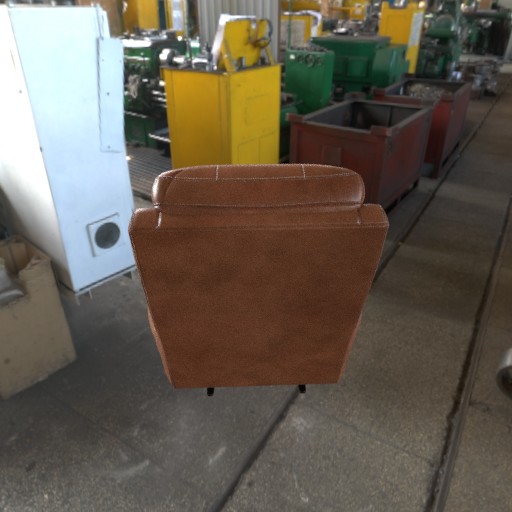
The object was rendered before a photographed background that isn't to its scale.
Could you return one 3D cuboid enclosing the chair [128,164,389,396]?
[{"bbox_3d":[0.000,0.000,1.795,0.821,1.016,1.072,-1,30,-2],"label":"chair"}]
